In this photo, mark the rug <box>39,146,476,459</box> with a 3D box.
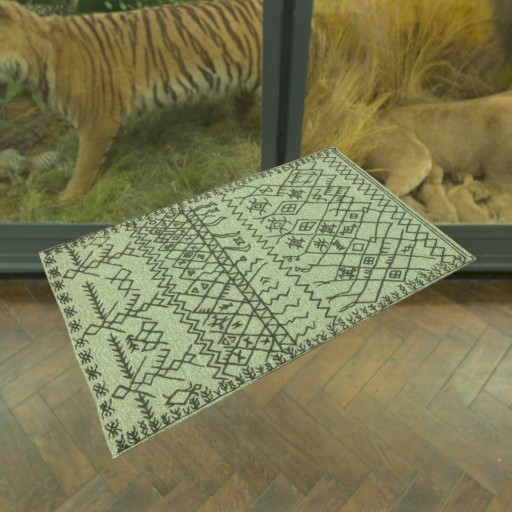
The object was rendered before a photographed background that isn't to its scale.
[{"bbox_3d":[0.000,0.000,4.560,3.824,0.019,2.393,-24,51,-20],"label":"rug"}]
